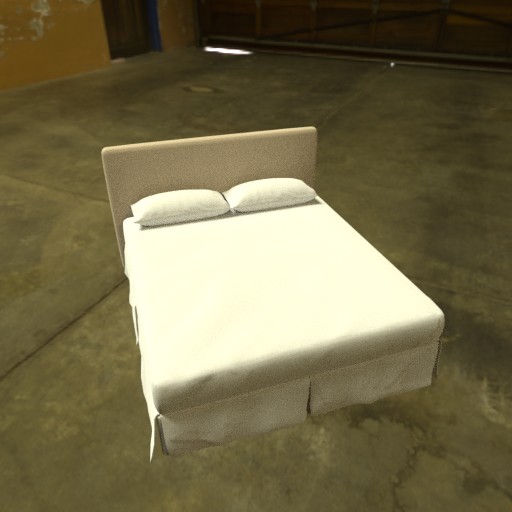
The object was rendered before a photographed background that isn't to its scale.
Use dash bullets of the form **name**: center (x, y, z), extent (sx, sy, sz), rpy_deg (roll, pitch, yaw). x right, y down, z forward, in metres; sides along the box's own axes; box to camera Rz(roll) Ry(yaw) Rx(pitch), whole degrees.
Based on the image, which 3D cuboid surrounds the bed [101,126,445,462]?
- **bed**: center (0.000, 0.000, 3.568), extent (2.119, 1.317, 2.319), rpy_deg (-10, 34, -16)
